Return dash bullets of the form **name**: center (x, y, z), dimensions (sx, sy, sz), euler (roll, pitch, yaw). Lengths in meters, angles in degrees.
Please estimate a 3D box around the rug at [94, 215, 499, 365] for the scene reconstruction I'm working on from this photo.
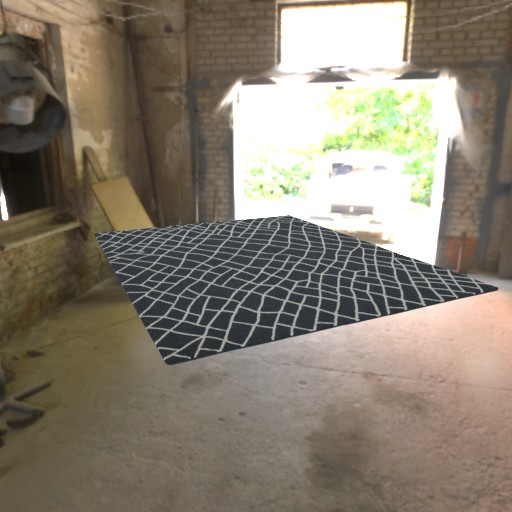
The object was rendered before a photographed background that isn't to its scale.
- **rug**: center (0.000, 0.000, 3.994), dimensions (2.439, 0.022, 3.047), euler (-8, 18, -25)
